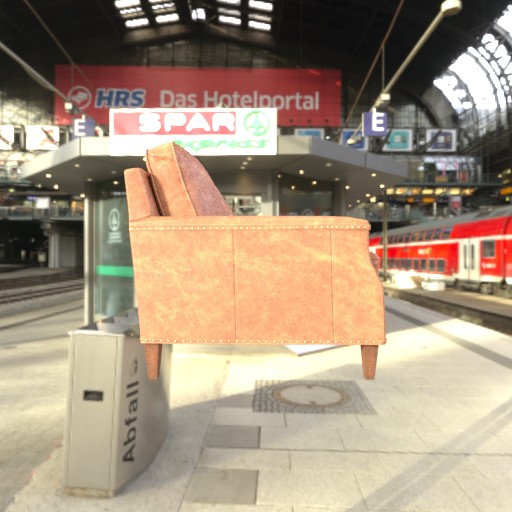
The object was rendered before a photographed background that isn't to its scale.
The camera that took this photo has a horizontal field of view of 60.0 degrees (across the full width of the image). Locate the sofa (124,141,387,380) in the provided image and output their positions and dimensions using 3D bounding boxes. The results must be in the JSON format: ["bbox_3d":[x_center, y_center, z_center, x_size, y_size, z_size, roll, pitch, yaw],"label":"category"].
[{"bbox_3d":[0.000,0.000,2.873,1.084,1.003,2.246,0,0,1],"label":"sofa"}]
